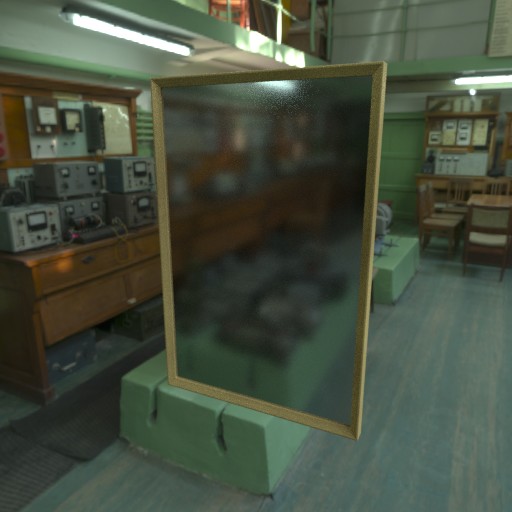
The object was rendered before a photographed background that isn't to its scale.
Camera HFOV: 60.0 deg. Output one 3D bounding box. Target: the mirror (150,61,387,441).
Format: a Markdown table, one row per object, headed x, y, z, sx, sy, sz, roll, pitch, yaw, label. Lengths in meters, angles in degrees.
| x | y | z | sx | sy | sz | roll | pitch | yaw | label |
| --- | --- | --- | --- | --- | --- | --- | --- | --- | --- |
| 0.000 | 0.000 | 1.181 | 0.609 | 0.915 | 0.041 | 7 | 17 | 25 | mirror |
